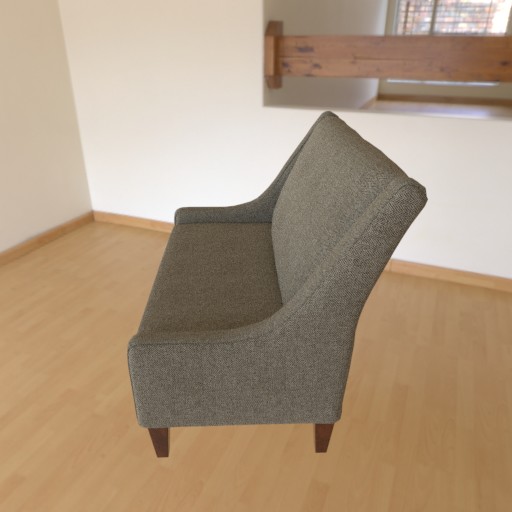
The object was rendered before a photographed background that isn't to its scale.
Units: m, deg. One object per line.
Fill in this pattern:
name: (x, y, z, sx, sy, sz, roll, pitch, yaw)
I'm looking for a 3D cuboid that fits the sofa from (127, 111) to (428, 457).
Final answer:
sofa: (0.000, 0.000, 1.894, 0.870, 1.021, 1.242, -1, 27, -2)
